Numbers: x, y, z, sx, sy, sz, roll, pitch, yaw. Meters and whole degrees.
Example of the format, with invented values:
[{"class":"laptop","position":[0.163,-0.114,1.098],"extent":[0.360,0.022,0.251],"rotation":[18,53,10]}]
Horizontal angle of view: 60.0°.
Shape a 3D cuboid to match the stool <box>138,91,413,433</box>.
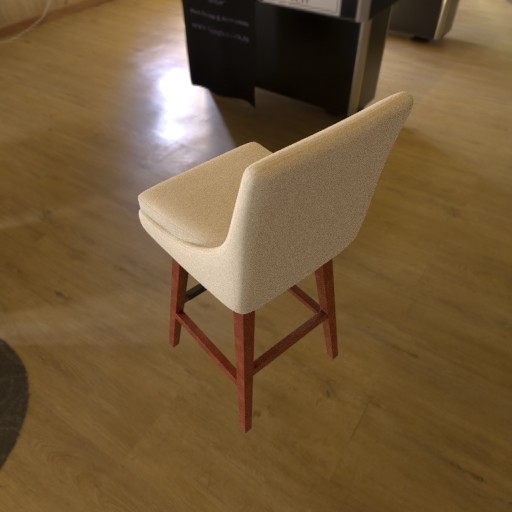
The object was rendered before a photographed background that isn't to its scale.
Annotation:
[{"class":"stool","position":[0.000,0.000,1.343],"extent":[0.470,1.092,0.559],"rotation":[-32,54,-27]}]
